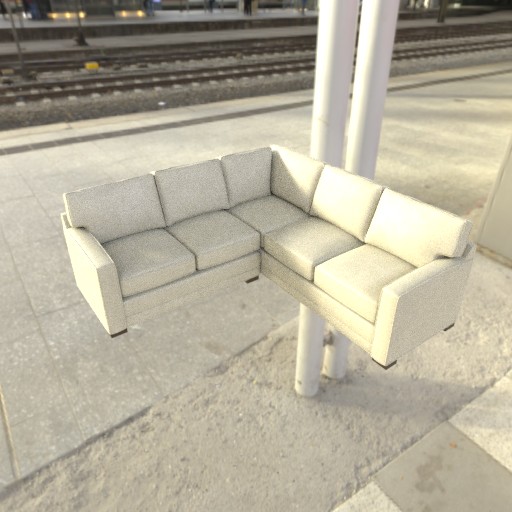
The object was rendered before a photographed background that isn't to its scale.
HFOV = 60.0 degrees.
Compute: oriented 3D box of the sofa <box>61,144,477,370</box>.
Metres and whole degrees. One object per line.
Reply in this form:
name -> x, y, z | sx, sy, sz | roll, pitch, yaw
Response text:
sofa -> 0.000, 0.000, 3.342 | 2.188, 0.936, 2.211 | -21, 36, -31
